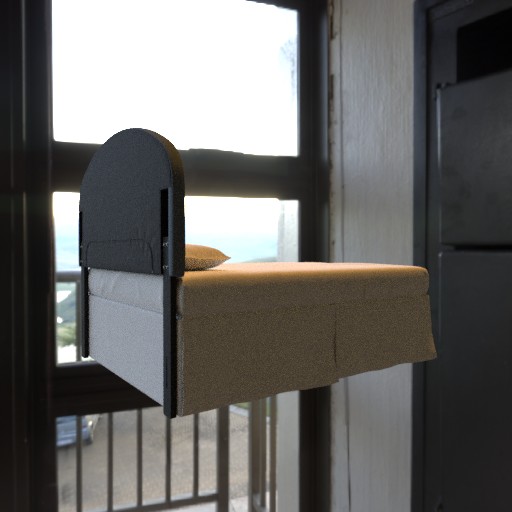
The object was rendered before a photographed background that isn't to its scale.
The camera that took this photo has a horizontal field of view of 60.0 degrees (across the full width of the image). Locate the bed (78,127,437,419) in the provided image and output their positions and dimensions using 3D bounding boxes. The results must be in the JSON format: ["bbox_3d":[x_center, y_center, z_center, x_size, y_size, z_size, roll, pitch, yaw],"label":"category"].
[{"bbox_3d":[0.000,0.000,3.104,2.005,1.410,1.607,0,1,-36],"label":"bed"}]
